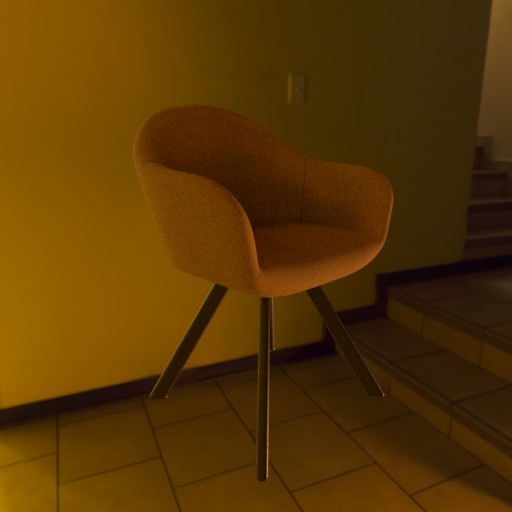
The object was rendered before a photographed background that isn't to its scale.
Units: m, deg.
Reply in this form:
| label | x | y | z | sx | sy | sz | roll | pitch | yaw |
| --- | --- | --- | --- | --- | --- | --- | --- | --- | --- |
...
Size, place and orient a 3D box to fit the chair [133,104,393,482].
| label | x | y | z | sx | sy | sz | roll | pitch | yaw |
| --- | --- | --- | --- | --- | --- | --- | --- | --- | --- |
| chair | 0.000 | 0.000 | 1.187 | 0.590 | 0.795 | 0.550 | -13 | 19 | -42 |
